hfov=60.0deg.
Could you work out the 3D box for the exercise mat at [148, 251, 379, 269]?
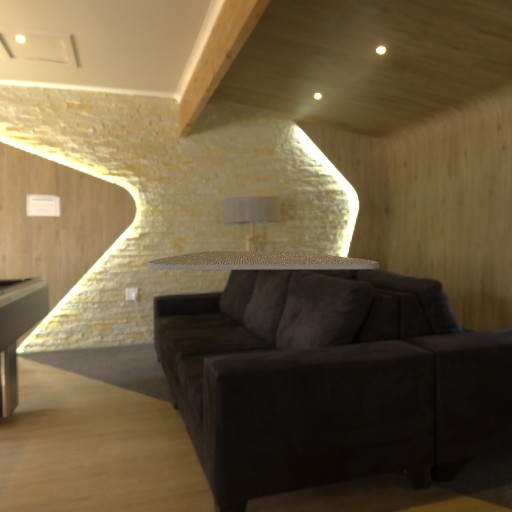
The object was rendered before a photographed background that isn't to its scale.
[{"bbox_3d":[0.000,0.000,2.061,0.616,0.021,1.884,0,1,-1],"label":"exercise mat"}]
